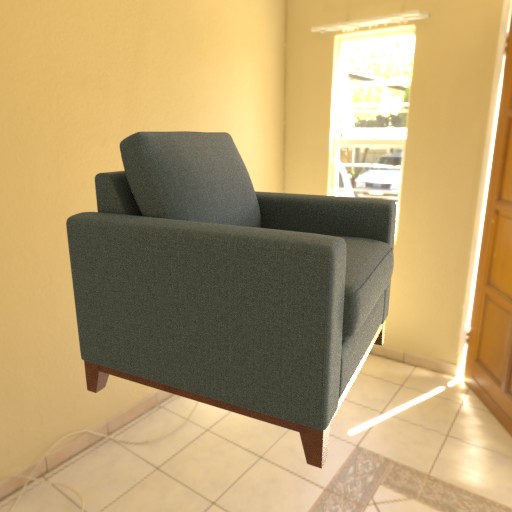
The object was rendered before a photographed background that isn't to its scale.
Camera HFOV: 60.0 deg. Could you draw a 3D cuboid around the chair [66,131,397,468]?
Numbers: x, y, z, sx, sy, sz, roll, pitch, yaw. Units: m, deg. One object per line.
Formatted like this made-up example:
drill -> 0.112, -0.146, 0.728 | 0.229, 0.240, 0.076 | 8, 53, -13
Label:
chair -> 0.000, 0.000, 1.861 | 1.038, 1.010, 1.024 | 7, 17, 25
